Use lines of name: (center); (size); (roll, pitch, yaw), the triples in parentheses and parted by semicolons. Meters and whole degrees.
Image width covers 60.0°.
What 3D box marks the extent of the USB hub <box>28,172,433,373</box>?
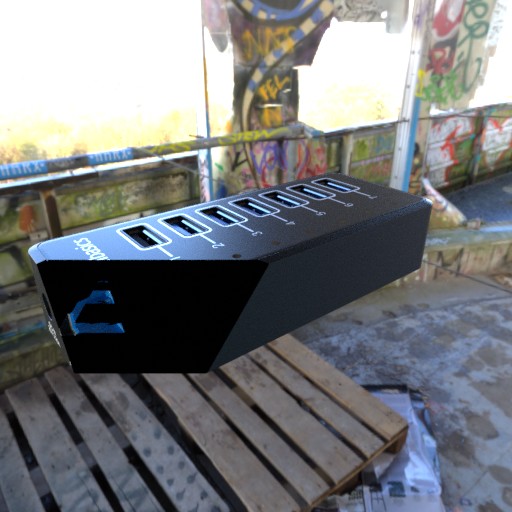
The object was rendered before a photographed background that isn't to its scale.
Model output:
USB hub: (0.000, 0.000, 0.128); (0.110, 0.023, 0.044); (-19, 32, -33)
